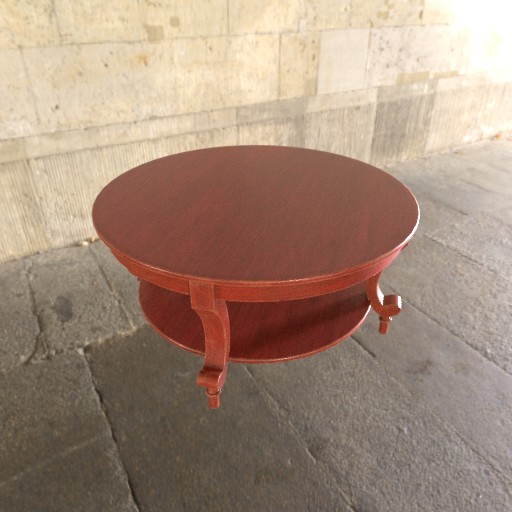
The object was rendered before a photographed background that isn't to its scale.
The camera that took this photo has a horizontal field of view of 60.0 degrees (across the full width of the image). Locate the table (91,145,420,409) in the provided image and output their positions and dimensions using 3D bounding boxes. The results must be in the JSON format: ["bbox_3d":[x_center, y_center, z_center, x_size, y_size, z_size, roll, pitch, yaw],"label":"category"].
[{"bbox_3d":[0.000,0.000,1.574,1.029,0.486,1.029,0,31,0],"label":"table"}]
